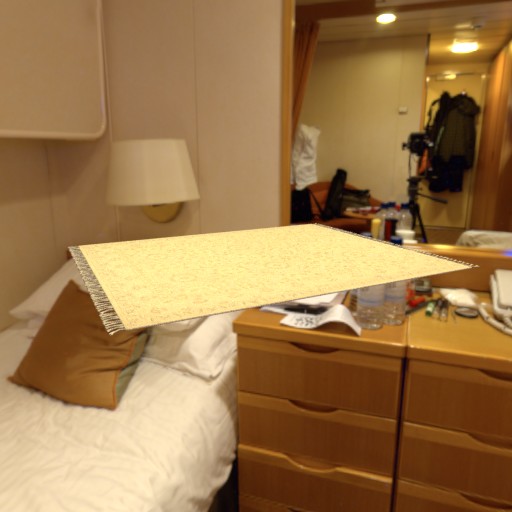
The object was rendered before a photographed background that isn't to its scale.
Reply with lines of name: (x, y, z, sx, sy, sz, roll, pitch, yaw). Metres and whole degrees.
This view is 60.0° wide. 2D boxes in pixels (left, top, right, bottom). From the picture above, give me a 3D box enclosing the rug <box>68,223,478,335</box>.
rug: (0.000, 0.000, 4.114, 3.043, 0.013, 2.444, -7, 16, -26)
